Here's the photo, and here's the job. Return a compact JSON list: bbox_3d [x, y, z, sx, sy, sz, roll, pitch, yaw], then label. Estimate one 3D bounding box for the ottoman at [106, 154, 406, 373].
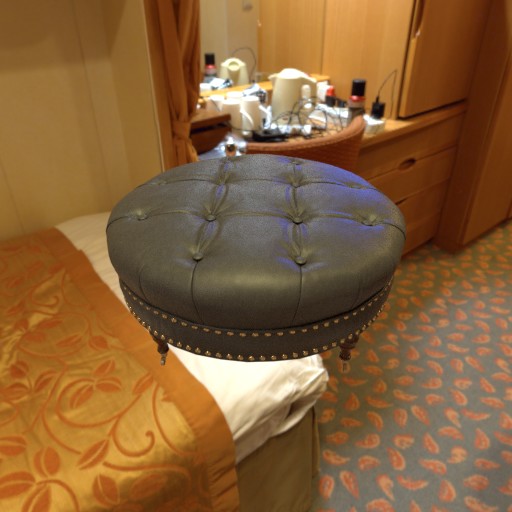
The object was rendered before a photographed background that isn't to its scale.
[{"bbox_3d":[0.000,0.000,1.424,0.901,0.439,0.901,0,32,0],"label":"ottoman"}]
